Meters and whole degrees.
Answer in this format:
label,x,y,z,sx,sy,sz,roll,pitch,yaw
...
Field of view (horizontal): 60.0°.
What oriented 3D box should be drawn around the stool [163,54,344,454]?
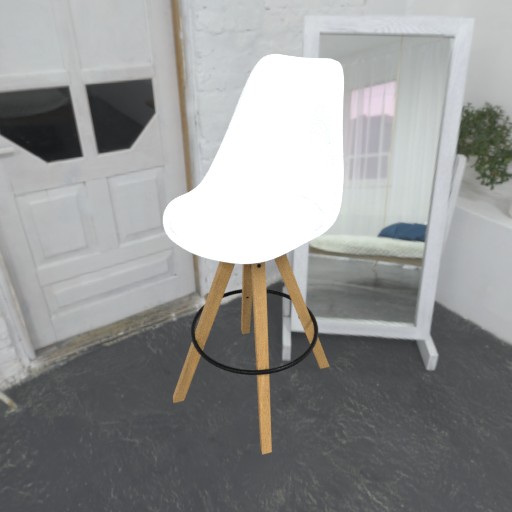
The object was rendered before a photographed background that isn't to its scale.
label,x,y,z,sx,sy,sz,roll,pitch,yaw
stool,0.000,0.000,1.414,0.482,1.115,0.549,19,36,27
